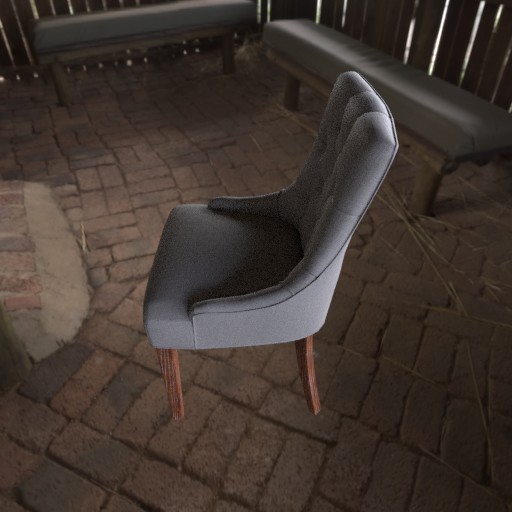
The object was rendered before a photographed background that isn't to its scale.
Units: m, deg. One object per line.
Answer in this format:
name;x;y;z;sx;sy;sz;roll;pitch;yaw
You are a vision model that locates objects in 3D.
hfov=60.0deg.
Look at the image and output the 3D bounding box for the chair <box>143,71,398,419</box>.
chair;0.000;0.000;1.224;0.565;0.874;0.509;0;39;1
